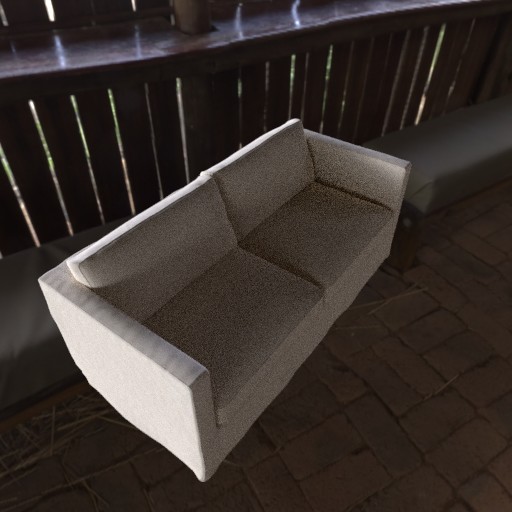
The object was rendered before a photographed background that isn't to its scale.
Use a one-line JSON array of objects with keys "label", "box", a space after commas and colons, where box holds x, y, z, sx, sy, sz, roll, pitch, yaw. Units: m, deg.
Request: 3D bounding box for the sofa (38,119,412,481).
[{"label": "sofa", "box": [0.000, 0.000, 2.496, 0.940, 0.870, 1.987, 26, 47, 27]}]
